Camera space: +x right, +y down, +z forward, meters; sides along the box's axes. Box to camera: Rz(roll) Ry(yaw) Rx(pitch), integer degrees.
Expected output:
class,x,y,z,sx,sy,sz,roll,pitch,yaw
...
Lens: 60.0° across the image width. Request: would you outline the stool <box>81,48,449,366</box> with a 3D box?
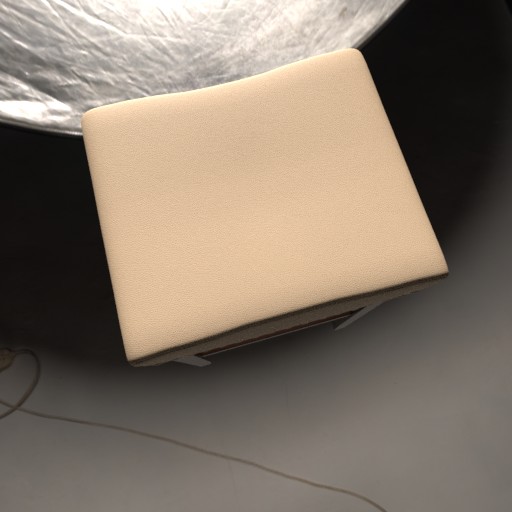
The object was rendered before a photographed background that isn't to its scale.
class,x,y,z,sx,sy,sz,roll,pitch,yaw
stool,0.000,0.000,1.007,0.471,0.762,0.401,-15,75,-4
